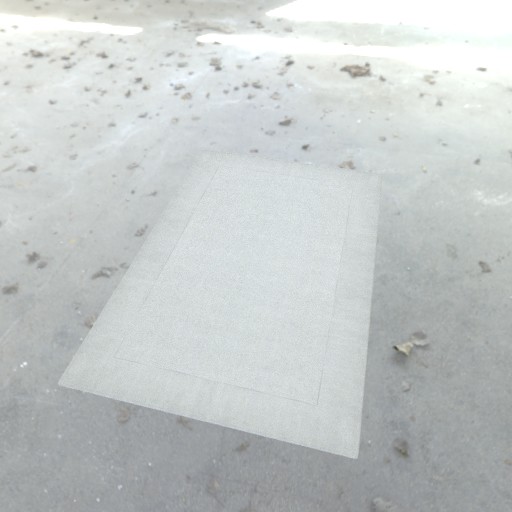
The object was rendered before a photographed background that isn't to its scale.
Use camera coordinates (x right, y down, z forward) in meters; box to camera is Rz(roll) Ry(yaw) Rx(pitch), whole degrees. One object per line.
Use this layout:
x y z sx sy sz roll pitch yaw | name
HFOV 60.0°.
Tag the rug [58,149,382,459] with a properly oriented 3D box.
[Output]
0.000 0.000 2.331 1.219 0.013 1.829 10 46 10 | rug
